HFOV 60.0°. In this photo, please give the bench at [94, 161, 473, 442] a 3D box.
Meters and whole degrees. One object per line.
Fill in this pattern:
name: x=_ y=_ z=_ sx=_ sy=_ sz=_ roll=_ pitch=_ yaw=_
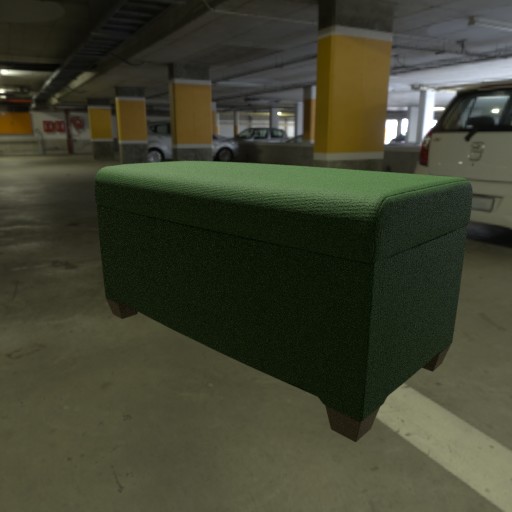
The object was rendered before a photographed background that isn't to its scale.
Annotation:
bench: x=0.000 y=0.000 z=1.260 sx=0.989 sy=0.501 sz=0.505 roll=14 pitch=21 yaw=42
